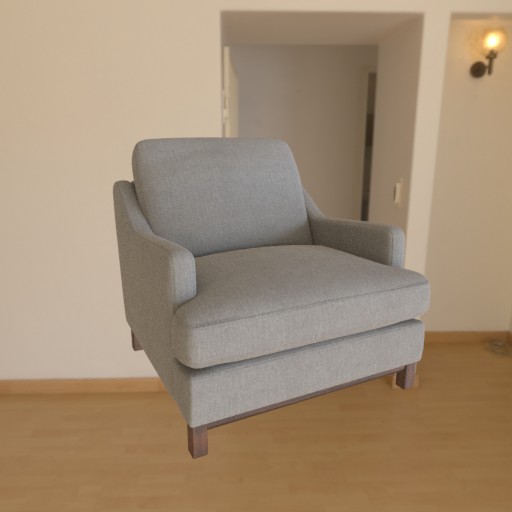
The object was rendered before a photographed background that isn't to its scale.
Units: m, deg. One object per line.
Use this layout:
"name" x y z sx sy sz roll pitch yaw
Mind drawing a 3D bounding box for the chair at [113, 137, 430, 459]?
"chair" 0.000 0.000 1.568 0.826 0.821 0.892 -7 16 -26
